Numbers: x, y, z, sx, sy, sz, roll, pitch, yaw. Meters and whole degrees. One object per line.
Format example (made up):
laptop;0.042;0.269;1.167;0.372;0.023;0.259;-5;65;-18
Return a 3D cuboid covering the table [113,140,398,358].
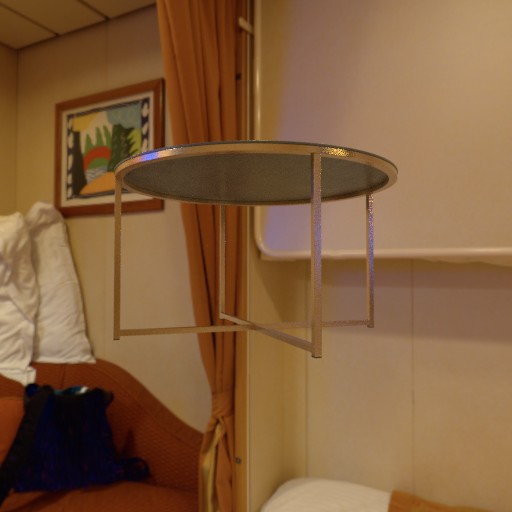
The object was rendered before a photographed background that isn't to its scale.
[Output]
table;0.000;0.000;1.305;0.800;0.450;0.800;0;-2;0
